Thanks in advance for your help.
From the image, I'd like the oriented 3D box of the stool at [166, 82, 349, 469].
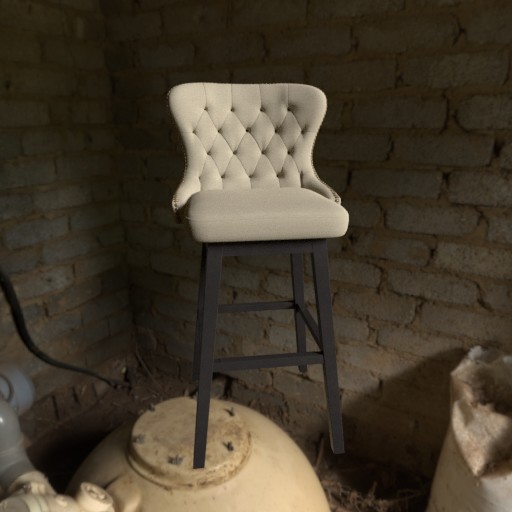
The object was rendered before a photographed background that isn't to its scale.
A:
[{"bbox_3d":[0.000,0.000,1.417,0.528,1.066,0.605,-3,18,-8],"label":"stool"}]
